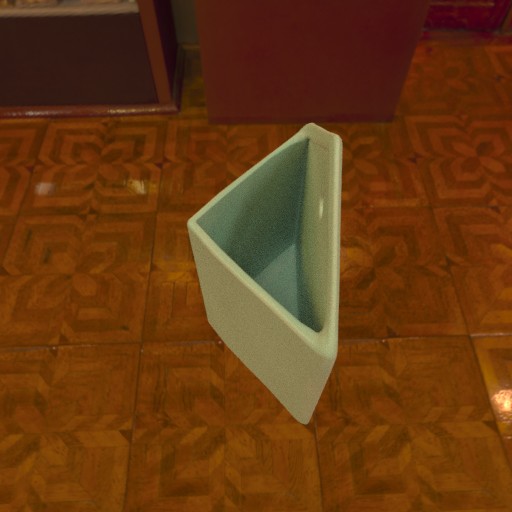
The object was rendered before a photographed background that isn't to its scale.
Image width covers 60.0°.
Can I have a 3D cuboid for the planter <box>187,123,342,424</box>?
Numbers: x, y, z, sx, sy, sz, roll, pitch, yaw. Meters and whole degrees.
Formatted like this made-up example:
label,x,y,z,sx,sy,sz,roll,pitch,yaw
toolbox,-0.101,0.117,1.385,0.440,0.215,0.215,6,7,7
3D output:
label,x,y,z,sx,sy,sz,roll,pitch,yaw
planter,0.000,0.000,0.283,0.079,0.197,0.164,0,57,0
